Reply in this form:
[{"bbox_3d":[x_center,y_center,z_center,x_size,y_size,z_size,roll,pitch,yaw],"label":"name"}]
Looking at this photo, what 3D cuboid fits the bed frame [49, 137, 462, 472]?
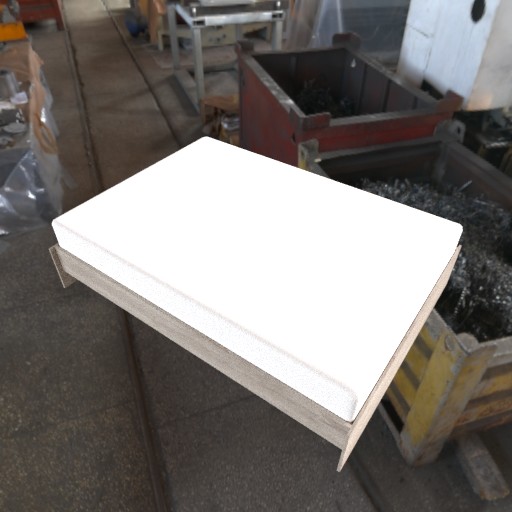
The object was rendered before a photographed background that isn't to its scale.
[{"bbox_3d":[0.000,0.000,2.645,1.945,0.497,1.445,25,47,26],"label":"bed frame"}]
